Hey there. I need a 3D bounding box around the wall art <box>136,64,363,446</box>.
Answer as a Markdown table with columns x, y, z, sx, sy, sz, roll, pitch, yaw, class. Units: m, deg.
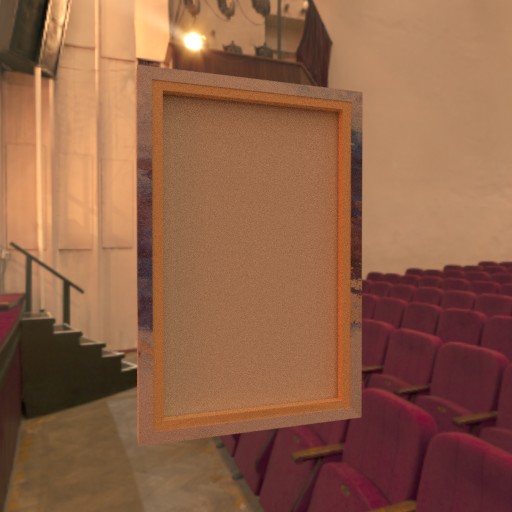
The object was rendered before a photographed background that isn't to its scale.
| x | y | z | sx | sy | sz | roll | pitch | yaw | class |
| --- | --- | --- | --- | --- | --- | --- | --- | --- | --- |
| 0.000 | 0.000 | 1.126 | 0.583 | 0.874 | 0.048 | 0 | 1 | -18 | wall art |
